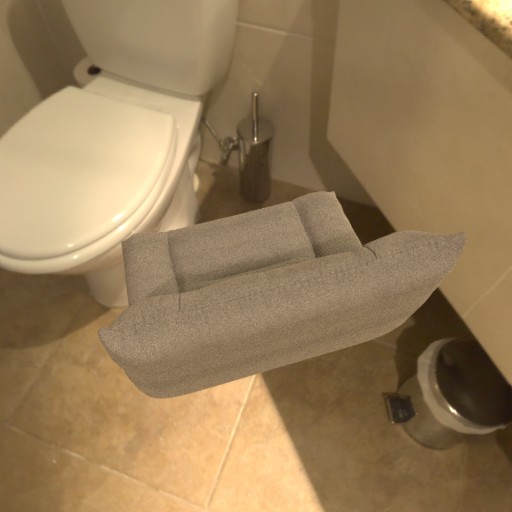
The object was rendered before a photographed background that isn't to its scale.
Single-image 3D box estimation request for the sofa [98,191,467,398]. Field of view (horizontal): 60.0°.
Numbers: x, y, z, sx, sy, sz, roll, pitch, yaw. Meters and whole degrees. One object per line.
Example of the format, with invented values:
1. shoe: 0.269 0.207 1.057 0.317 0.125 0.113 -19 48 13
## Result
1. sofa: 0.000 0.000 1.769 1.144 0.795 0.847 -14 61 -8
